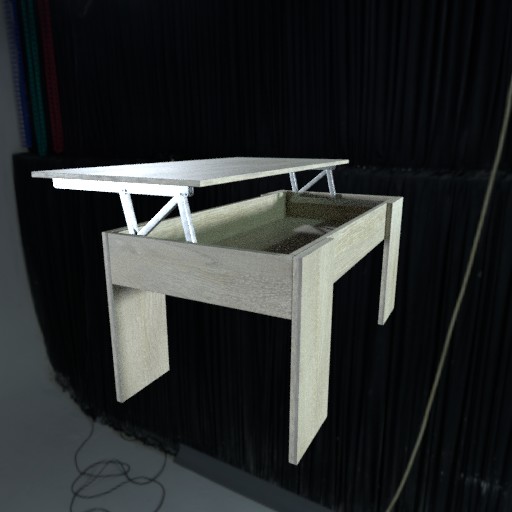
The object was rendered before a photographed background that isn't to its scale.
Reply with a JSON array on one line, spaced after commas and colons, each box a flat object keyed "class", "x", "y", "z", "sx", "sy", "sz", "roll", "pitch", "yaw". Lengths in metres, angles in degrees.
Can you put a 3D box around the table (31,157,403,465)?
[{"class": "table", "x": 0.000, "y": 0.000, "z": 1.418, "sx": 0.711, "sy": 0.570, "sz": 1.000, "roll": 8, "pitch": 17, "yaw": 27}]
